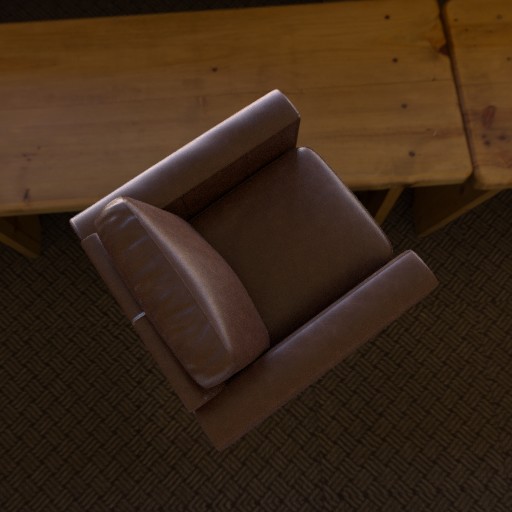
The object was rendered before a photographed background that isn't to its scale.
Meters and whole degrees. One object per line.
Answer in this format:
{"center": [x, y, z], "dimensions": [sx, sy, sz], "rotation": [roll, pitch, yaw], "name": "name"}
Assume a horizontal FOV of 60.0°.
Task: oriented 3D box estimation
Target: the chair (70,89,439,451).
{"center": [0.000, 0.000, 1.746], "dimensions": [1.016, 0.873, 1.005], "rotation": [-35, 79, -8], "name": "chair"}
